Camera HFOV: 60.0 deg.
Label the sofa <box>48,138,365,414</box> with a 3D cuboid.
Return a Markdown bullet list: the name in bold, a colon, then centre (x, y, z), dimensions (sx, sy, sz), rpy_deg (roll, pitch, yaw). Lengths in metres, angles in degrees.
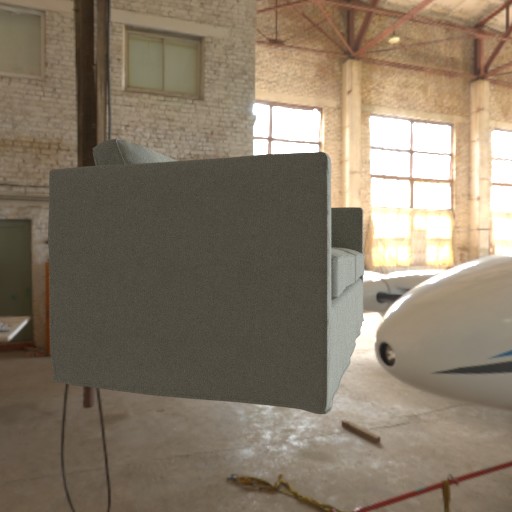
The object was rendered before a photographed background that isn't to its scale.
- **sofa**: centre (0.000, 0.000, 2.132), dimensions (0.944, 0.830, 1.727), rpy_deg (0, 1, 17)
